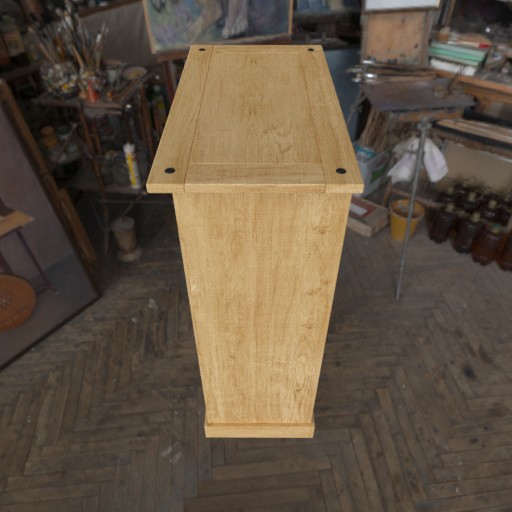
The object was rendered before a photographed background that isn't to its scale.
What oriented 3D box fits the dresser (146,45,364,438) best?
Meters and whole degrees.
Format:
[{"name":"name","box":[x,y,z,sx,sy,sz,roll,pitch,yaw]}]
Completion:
[{"name":"dresser","box":[0.000,0.000,1.756,0.485,1.300,0.915,0,43,0]}]
